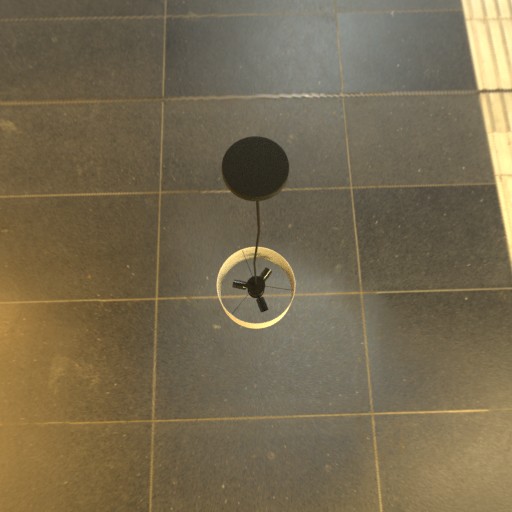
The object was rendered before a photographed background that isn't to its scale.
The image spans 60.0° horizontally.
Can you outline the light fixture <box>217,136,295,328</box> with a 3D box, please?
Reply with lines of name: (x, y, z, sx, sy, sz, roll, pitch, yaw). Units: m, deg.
light fixture: (0.000, 0.000, 1.716, 0.399, 1.516, 0.399, 0, 75, 0)
